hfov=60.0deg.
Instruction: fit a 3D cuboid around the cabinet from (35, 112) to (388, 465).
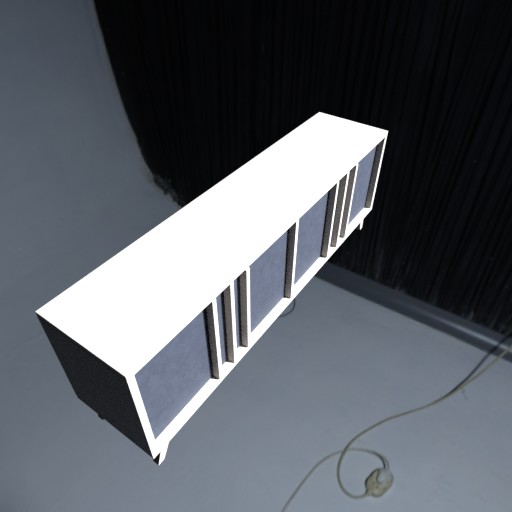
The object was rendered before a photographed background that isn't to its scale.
[{"bbox_3d":[0.000,0.000,2.497,0.499,0.779,2.198,25,47,26],"label":"cabinet"}]
